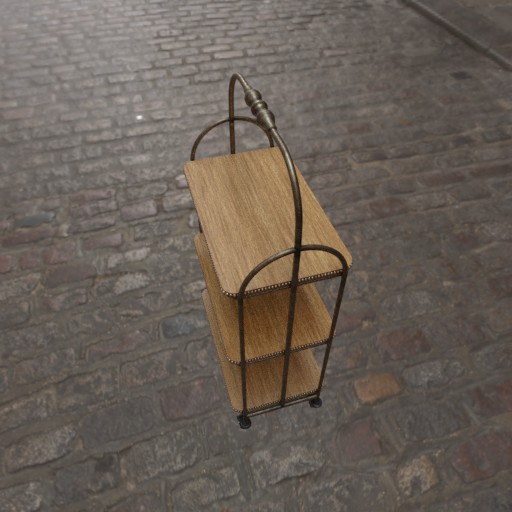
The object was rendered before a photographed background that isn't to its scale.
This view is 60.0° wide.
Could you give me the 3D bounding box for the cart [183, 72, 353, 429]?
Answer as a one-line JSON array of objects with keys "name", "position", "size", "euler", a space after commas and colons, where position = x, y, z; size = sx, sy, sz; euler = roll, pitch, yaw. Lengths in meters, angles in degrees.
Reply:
[{"name": "cart", "position": [0.000, 0.000, 1.372], "size": [0.330, 1.052, 0.650], "euler": [-12, 48, -11]}]
